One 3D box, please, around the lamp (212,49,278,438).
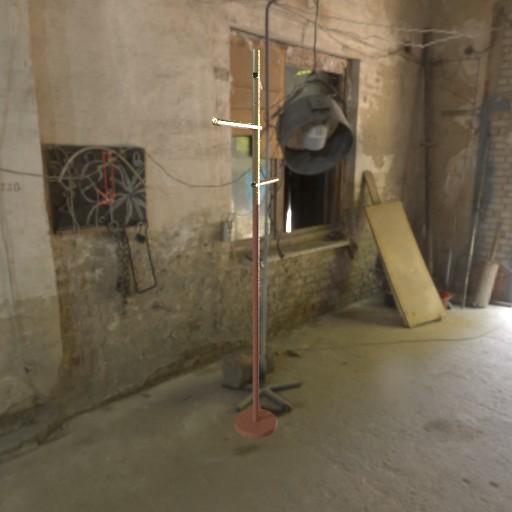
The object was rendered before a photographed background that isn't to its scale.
[{"bbox_3d":[0.000,0.000,1.982,0.209,1.704,0.737,2,13,8],"label":"lamp"}]
